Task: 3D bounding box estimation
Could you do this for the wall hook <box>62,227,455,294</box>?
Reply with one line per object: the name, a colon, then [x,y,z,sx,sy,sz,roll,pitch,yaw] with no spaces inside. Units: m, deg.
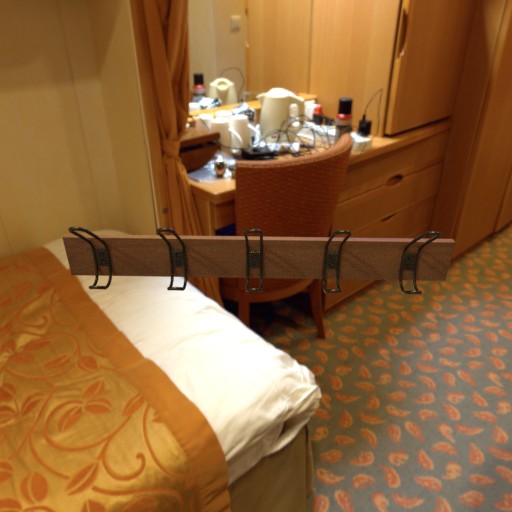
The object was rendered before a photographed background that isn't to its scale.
wall hook: [0.000,0.000,0.606,0.554,0.116,0.076,1,30,1]
